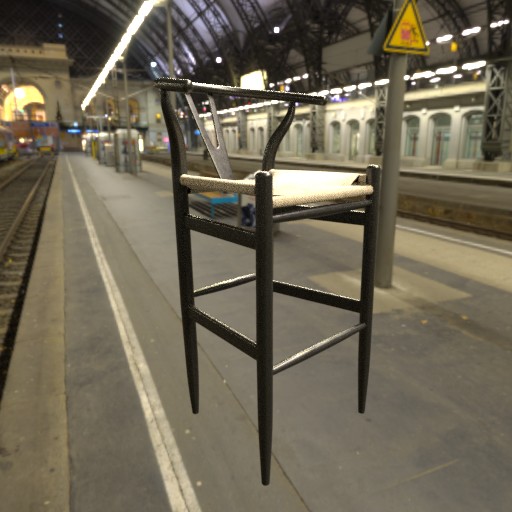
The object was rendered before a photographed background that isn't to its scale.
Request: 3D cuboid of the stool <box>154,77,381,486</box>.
[{"bbox_3d":[0.000,0.000,1.400,0.569,1.072,0.579,-14,20,-43],"label":"stool"}]
